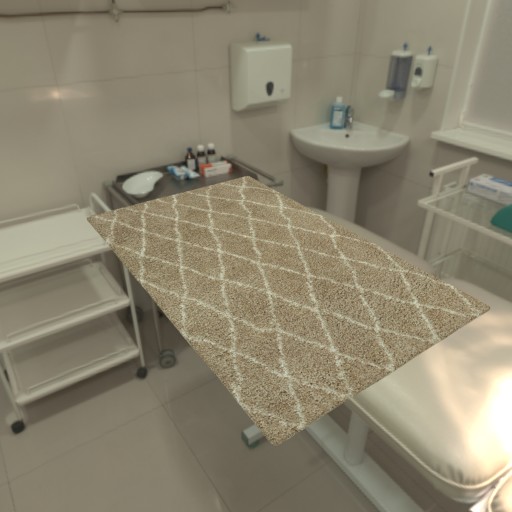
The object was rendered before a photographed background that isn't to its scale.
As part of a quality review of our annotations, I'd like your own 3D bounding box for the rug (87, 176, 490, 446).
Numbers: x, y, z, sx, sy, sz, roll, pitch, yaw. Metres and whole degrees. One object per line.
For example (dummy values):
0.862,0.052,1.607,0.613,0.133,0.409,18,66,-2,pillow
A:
0.000,0.000,2.965,1.524,0.030,2.438,-20,37,-29,rug
